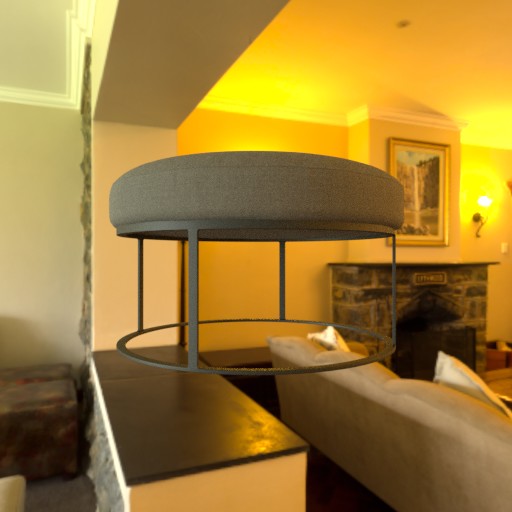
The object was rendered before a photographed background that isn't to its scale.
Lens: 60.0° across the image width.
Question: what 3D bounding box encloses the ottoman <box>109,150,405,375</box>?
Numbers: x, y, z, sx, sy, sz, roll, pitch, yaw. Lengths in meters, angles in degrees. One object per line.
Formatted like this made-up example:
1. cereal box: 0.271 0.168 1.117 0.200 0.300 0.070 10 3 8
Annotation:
1. ottoman: 0.000 0.000 1.216 0.772 0.460 0.772 0 0 0
